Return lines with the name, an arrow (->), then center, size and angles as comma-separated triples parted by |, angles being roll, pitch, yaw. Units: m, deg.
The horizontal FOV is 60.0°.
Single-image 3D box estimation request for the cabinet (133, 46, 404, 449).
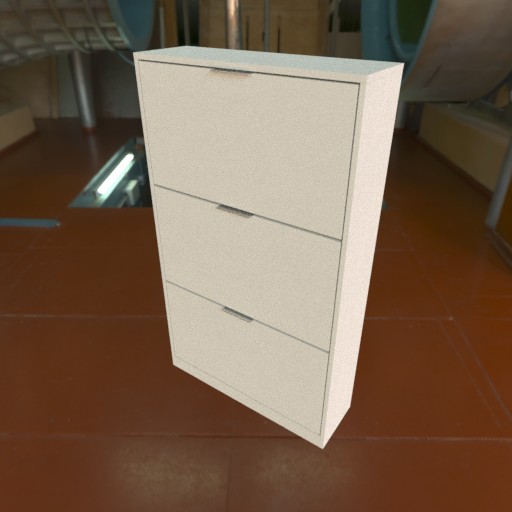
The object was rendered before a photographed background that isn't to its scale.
cabinet -> 0.000, 0.000, 1.557 | 0.750, 1.280, 0.250 | 20, 36, 29
